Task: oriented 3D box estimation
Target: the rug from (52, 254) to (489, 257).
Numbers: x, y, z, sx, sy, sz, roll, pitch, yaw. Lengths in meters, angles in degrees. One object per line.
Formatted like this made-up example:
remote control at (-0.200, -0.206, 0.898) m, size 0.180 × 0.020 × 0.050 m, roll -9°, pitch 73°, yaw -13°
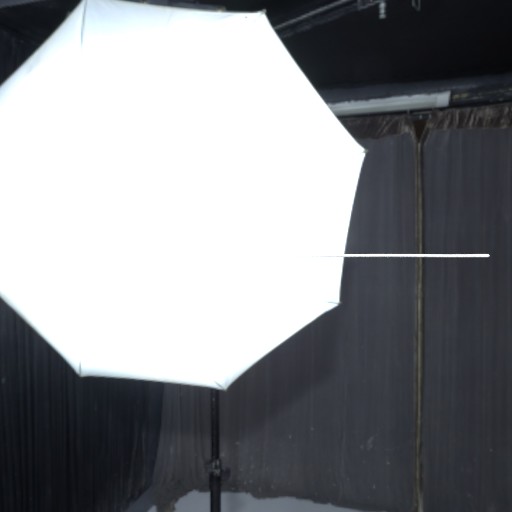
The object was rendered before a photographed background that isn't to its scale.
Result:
rug at (0.000, 0.000, 2.421) m, size 2.182 × 0.015 × 0.645 m, roll 0°, pitch 0°, yaw 17°
